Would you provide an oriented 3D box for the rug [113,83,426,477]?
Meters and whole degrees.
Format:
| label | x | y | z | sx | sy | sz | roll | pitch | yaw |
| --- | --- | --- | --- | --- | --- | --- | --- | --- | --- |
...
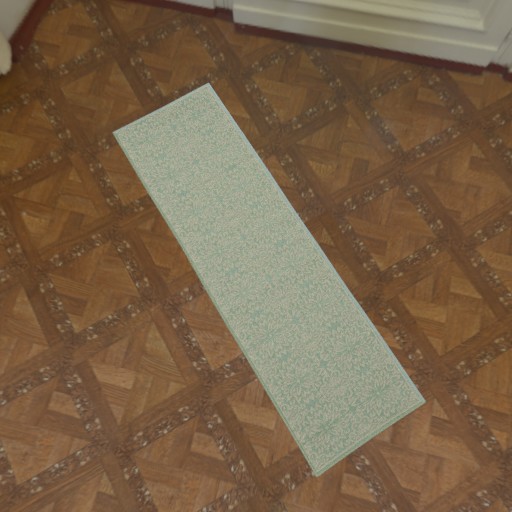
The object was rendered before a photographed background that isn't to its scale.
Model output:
| label | x | y | z | sx | sy | sz | roll | pitch | yaw |
| --- | --- | --- | --- | --- | --- | --- | --- | --- | --- |
| rug | 0.000 | 0.000 | 2.434 | 0.662 | 0.011 | 2.196 | -31 | 77 | -8 |
